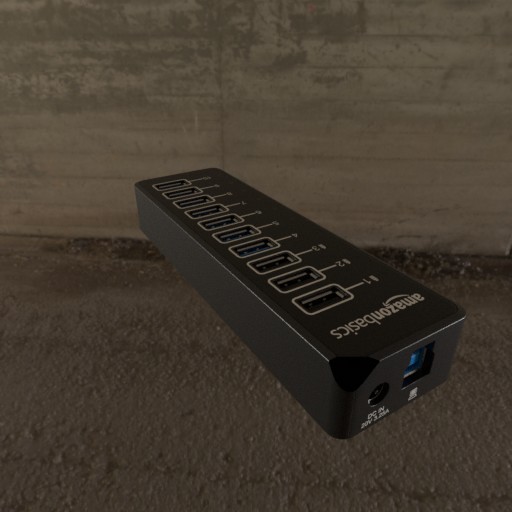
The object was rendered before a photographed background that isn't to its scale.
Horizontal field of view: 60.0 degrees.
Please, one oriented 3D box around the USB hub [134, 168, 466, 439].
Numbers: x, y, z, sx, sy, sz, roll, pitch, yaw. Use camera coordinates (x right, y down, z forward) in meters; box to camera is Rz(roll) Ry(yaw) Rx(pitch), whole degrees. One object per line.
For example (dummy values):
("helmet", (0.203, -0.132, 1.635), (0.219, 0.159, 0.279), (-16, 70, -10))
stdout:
("USB hub", (0.000, 0.000, 0.164), (0.044, 0.023, 0.145), (-17, 33, -28))
